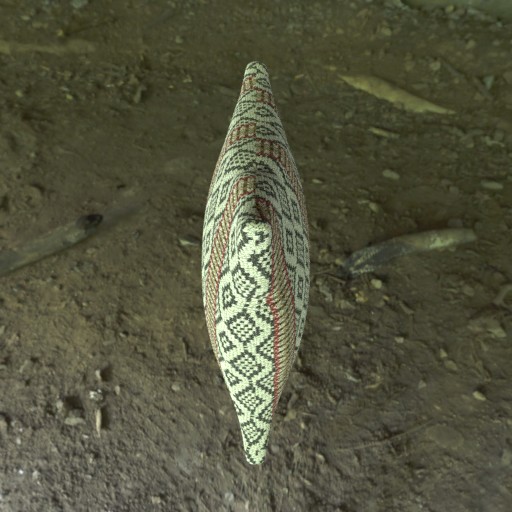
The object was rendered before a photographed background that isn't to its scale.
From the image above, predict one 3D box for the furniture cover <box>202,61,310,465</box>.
[{"bbox_3d":[0.000,0.000,0.777,0.182,0.506,0.503,0,40,0],"label":"furniture cover"}]
